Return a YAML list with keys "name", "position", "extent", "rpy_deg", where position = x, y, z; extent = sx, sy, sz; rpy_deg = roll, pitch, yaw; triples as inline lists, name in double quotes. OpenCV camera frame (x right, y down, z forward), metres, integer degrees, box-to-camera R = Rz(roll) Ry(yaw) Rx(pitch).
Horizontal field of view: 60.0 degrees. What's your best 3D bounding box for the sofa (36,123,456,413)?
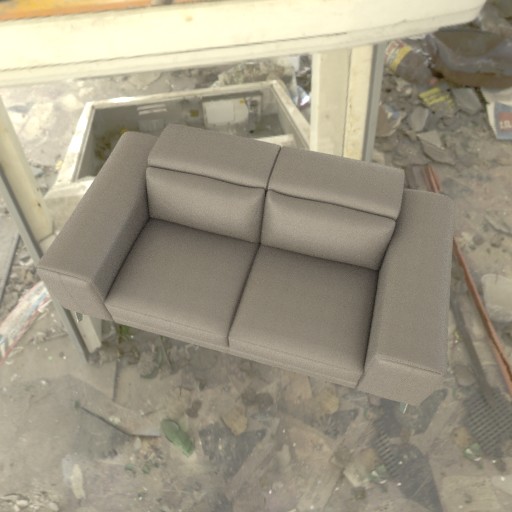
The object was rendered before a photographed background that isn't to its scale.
- name: "sofa"
  position: [0.000, 0.000, 2.380]
  extent: [1.930, 0.753, 1.024]
  rpy_deg: [14, 58, 9]
